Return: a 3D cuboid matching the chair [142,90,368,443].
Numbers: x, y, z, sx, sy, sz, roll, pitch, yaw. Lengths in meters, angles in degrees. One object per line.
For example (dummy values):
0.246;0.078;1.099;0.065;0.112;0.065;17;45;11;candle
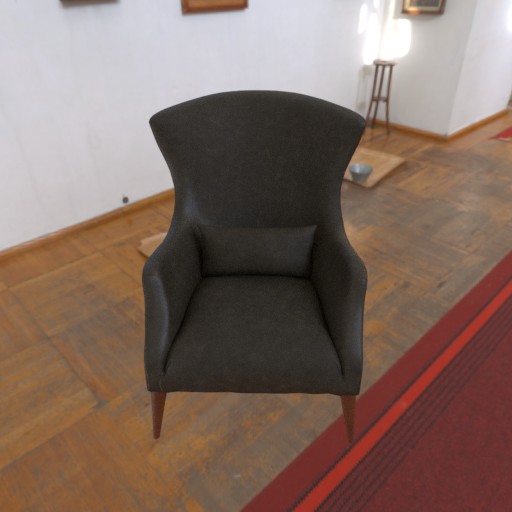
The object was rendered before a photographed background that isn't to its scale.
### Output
0.000;0.000;1.760;0.819;1.068;0.954;1;32;1;chair
